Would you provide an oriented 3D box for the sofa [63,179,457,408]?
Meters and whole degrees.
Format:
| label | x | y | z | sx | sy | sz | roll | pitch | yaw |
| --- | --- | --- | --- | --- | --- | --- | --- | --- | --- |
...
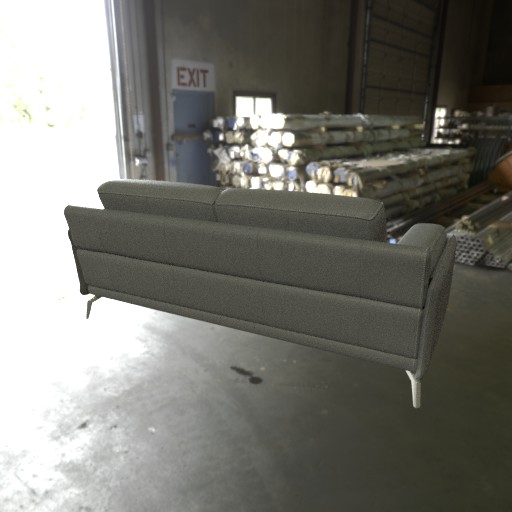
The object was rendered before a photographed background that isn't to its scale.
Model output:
| label | x | y | z | sx | sy | sz | roll | pitch | yaw |
| --- | --- | --- | --- | --- | --- | --- | --- | --- | --- |
| sofa | 0.000 | 0.000 | 2.602 | 2.100 | 0.900 | 0.969 | 9 | 19 | 26 |
